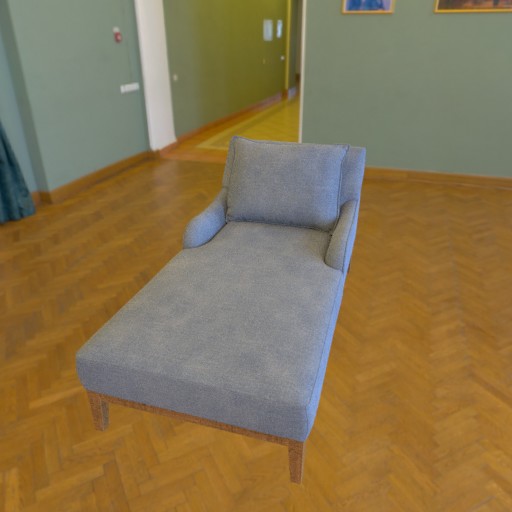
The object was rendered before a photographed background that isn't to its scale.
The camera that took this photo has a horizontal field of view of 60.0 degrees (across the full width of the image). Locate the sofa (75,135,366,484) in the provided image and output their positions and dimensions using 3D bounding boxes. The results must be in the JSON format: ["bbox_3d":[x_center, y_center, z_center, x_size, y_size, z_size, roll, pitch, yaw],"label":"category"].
[{"bbox_3d":[0.000,0.000,2.239,0.904,0.883,1.779,8,28,15],"label":"sofa"}]
